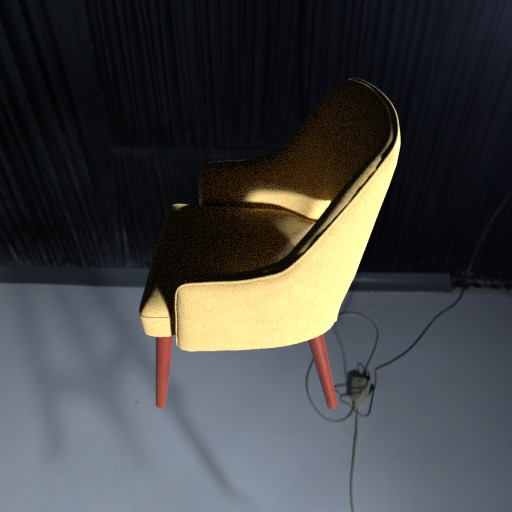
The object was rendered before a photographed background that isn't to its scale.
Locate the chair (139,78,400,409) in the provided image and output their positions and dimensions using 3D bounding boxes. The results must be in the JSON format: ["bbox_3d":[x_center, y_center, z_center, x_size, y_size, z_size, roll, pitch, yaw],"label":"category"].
[{"bbox_3d":[0.000,0.000,1.221,0.605,0.849,0.548,1,42,1],"label":"chair"}]
